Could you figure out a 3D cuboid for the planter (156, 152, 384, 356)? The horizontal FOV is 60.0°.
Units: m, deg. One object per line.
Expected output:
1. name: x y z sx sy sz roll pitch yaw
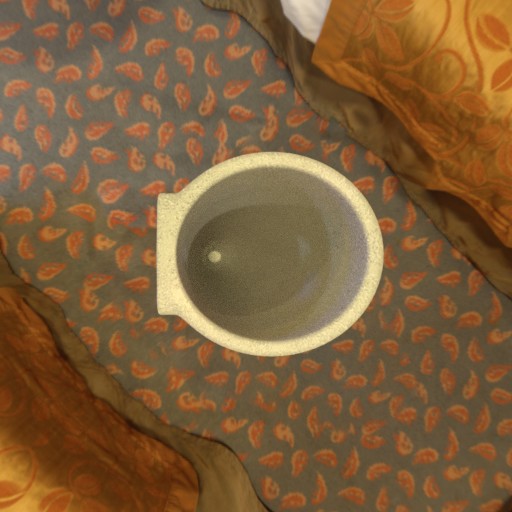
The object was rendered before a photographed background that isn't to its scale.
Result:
1. planter: 0.000 0.000 0.219 0.064 0.191 0.057 0 90 -2
